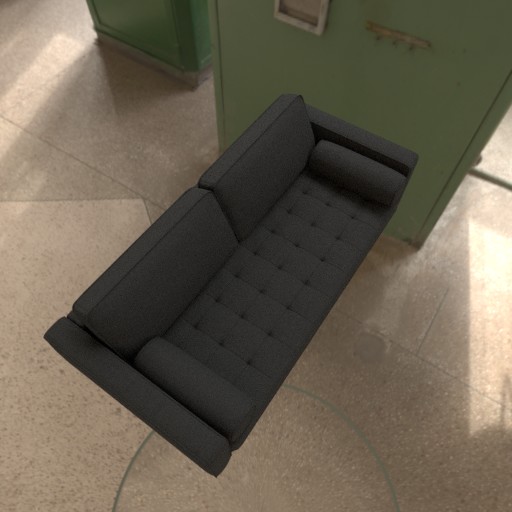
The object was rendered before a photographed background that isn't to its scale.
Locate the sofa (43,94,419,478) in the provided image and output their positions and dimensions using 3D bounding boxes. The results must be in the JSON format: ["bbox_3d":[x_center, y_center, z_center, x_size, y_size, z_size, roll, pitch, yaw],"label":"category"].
[{"bbox_3d":[0.000,0.000,2.282,0.914,0.759,1.875,30,63,17],"label":"sofa"}]
